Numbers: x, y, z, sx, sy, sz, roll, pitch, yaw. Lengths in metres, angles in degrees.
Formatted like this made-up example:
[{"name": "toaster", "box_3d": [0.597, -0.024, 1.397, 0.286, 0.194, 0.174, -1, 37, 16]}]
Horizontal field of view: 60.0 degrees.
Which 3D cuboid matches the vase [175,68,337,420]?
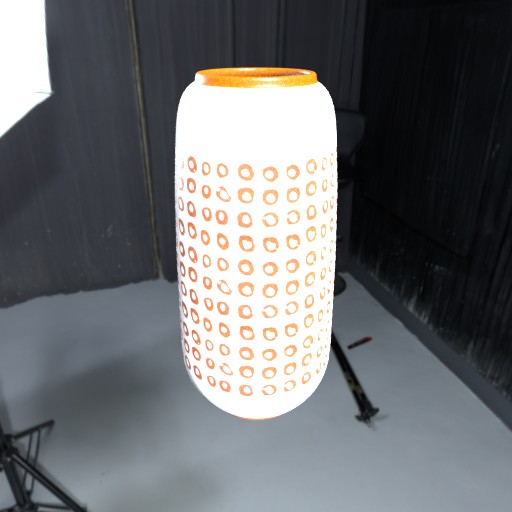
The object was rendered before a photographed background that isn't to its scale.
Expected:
[{"name": "vase", "box_3d": [0.000, 0.000, 0.366, 0.133, 0.282, 0.133, 0, 27, 0]}]
